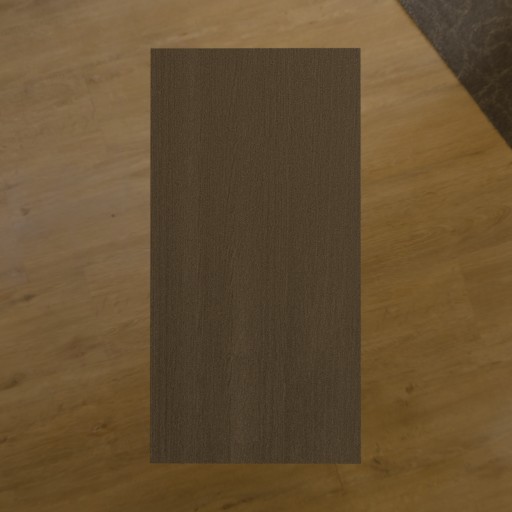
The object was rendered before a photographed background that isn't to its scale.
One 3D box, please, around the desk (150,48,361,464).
[{"bbox_3d":[0.000,0.000,1.537,0.557,0.729,1.099,0,90,0],"label":"desk"}]
